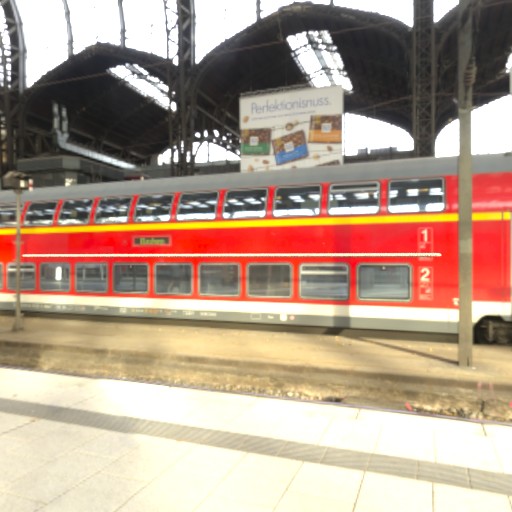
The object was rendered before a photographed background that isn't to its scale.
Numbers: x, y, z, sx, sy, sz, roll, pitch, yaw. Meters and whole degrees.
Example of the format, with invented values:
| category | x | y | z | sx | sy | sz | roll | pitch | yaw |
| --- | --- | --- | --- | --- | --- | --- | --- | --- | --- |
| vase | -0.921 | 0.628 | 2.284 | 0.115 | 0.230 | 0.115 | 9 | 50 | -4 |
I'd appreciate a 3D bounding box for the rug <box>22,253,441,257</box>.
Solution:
| category | x | y | z | sx | sy | sz | roll | pitch | yaw |
| --- | --- | --- | --- | --- | --- | --- | --- | --- | --- |
| rug | 0.000 | 0.000 | 4.122 | 3.050 | 0.017 | 2.441 | 0 | 0 | 19 |
